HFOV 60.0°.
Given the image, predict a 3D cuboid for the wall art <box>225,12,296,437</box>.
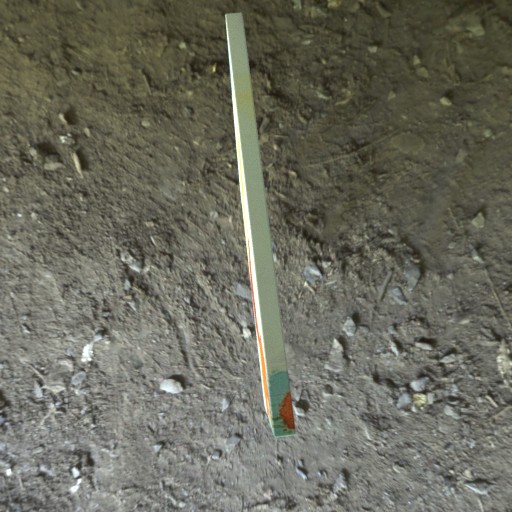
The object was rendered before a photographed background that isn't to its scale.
[{"bbox_3d":[0.000,0.000,1.488,0.044,1.017,1.017,-6,75,-2],"label":"wall art"}]
